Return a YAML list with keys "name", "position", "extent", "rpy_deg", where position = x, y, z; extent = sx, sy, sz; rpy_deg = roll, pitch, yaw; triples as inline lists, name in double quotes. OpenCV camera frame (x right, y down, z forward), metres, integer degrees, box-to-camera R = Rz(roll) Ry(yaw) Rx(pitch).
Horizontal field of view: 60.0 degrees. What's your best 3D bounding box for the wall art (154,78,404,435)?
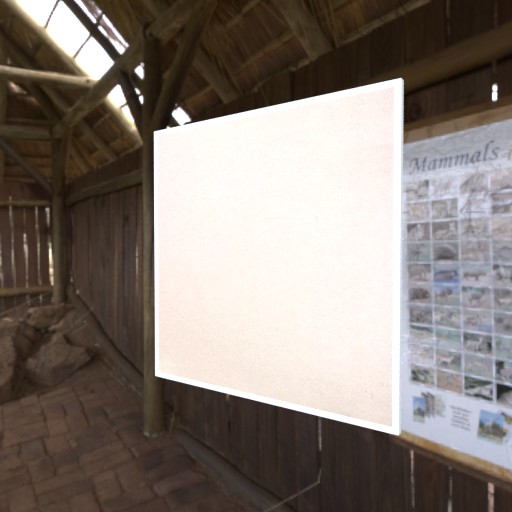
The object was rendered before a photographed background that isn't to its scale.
- name: "wall art"
  position: [0.000, 0.000, 0.856]
  extent: [0.557, 0.557, 0.012]
  rpy_deg: [1, 2, 35]
